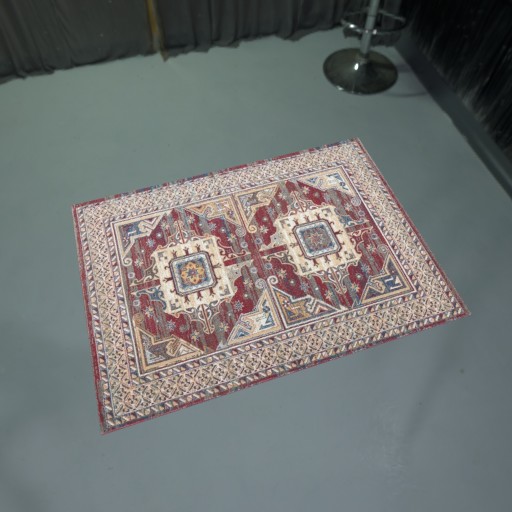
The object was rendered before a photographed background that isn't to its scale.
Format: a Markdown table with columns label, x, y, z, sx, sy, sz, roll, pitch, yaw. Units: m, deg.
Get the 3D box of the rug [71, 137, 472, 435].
| label | x | y | z | sx | sy | sz | roll | pitch | yaw |
| --- | --- | --- | --- | --- | --- | --- | --- | --- | --- |
| rug | 0.000 | 0.000 | 2.890 | 2.210 | 0.011 | 1.599 | -15 | 59 | -10 |
